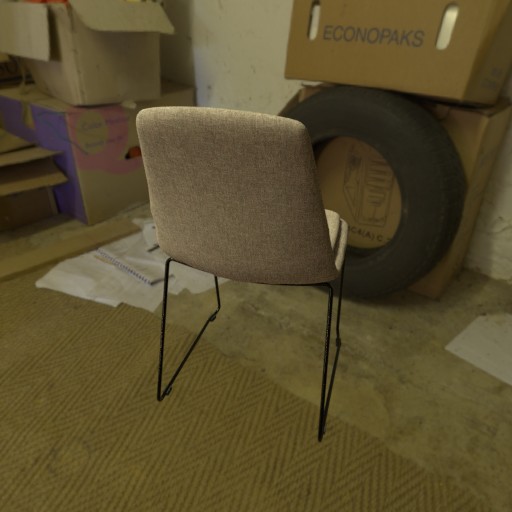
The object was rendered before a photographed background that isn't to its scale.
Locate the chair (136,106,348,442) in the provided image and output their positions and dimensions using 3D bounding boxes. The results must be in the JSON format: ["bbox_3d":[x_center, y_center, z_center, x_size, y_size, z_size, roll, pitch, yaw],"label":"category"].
[{"bbox_3d":[0.000,0.000,1.154,0.479,0.858,0.518,9,32,14],"label":"chair"}]
